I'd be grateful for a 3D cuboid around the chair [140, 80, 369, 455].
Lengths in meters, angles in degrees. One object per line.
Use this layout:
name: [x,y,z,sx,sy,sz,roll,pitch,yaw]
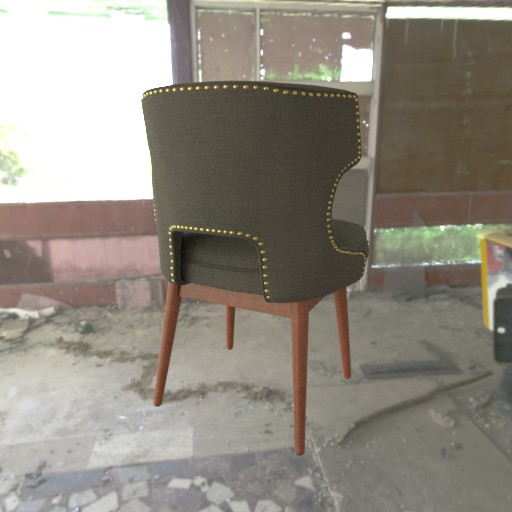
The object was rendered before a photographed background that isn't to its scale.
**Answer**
chair: [0.000,0.000,1.246,0.595,0.863,0.581,8,16,27]
